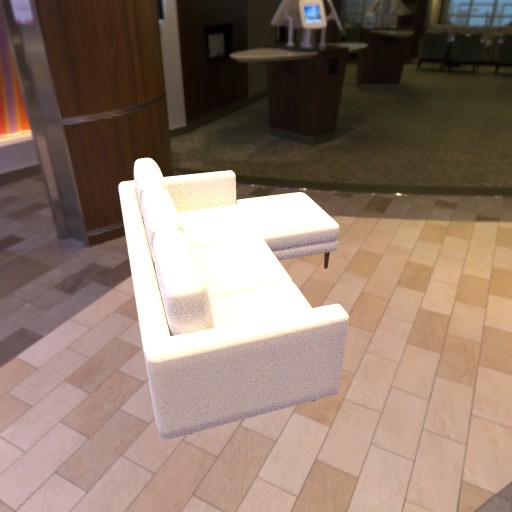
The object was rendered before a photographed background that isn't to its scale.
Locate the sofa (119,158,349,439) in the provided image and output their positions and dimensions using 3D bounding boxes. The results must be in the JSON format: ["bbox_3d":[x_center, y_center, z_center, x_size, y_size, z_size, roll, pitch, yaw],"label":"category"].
[{"bbox_3d":[0.000,0.000,2.906,1.580,0.899,2.029,-9,32,-15],"label":"sofa"}]
